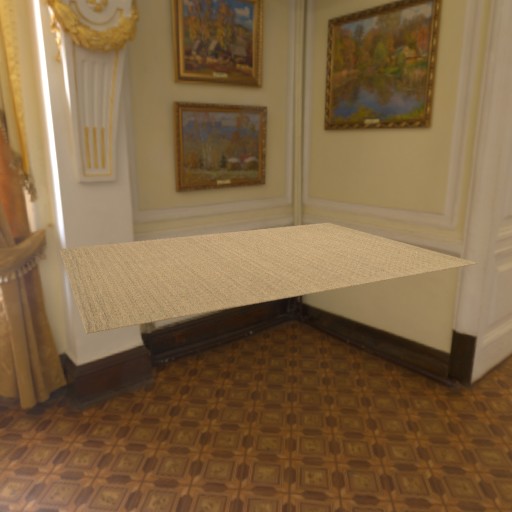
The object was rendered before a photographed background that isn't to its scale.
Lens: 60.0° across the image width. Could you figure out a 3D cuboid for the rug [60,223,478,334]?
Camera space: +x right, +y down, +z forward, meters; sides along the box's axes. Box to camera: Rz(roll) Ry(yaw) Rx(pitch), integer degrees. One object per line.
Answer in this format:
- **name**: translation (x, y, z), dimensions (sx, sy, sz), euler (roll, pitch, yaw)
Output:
- **rug**: translation (0.000, 0.000, 3.701), dimensions (2.895, 0.006, 1.981), euler (-7, 16, -26)
